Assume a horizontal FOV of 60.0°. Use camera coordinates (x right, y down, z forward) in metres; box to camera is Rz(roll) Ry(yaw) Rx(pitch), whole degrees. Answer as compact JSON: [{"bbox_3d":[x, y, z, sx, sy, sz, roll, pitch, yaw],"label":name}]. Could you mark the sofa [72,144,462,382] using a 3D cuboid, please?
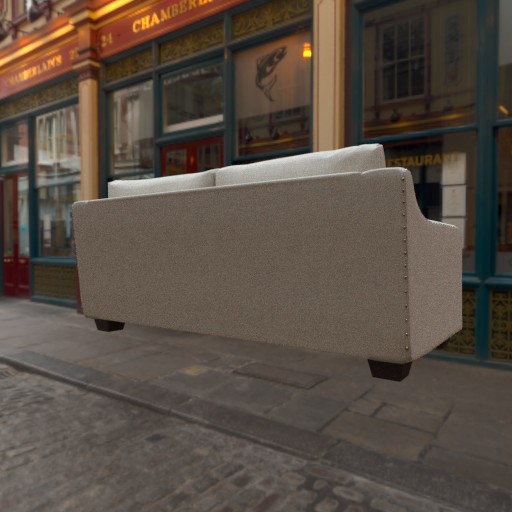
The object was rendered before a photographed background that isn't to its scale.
[{"bbox_3d":[0.000,0.000,2.663,2.107,0.983,1.104,1,1,35],"label":"sofa"}]
